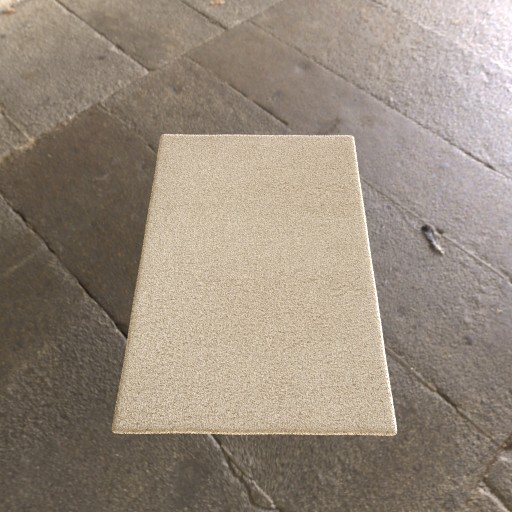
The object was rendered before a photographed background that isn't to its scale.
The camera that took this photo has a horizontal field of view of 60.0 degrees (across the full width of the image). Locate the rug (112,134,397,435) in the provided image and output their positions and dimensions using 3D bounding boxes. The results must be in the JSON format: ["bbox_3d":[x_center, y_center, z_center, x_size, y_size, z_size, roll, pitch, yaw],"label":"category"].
[{"bbox_3d":[0.000,0.000,2.350,1.219,0.030,1.778,0,59,0],"label":"rug"}]
